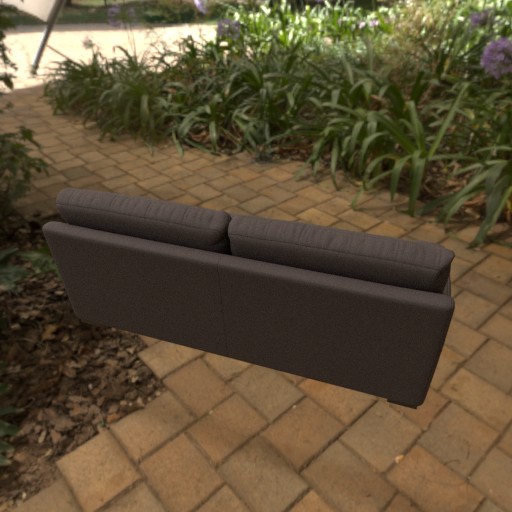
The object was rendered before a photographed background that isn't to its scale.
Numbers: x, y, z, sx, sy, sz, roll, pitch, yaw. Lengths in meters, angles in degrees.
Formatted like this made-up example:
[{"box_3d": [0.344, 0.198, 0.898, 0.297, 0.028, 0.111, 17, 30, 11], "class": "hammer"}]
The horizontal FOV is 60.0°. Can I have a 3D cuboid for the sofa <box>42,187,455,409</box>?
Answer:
[{"box_3d": [0.000, 0.000, 2.801, 2.271, 0.950, 1.140, 11, 33, 16], "class": "sofa"}]
